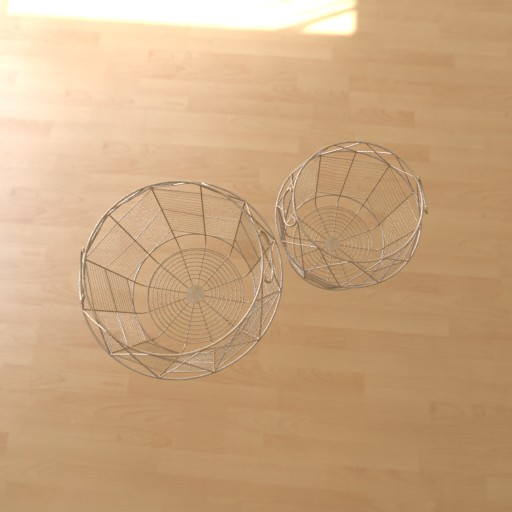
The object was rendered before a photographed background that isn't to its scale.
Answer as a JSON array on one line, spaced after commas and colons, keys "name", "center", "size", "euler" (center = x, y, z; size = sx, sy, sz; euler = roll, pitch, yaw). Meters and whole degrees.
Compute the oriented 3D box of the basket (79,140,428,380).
[{"name": "basket", "center": [0.000, 0.000, 1.069], "size": [0.805, 0.343, 0.451], "euler": [-20, 76, -5]}]
